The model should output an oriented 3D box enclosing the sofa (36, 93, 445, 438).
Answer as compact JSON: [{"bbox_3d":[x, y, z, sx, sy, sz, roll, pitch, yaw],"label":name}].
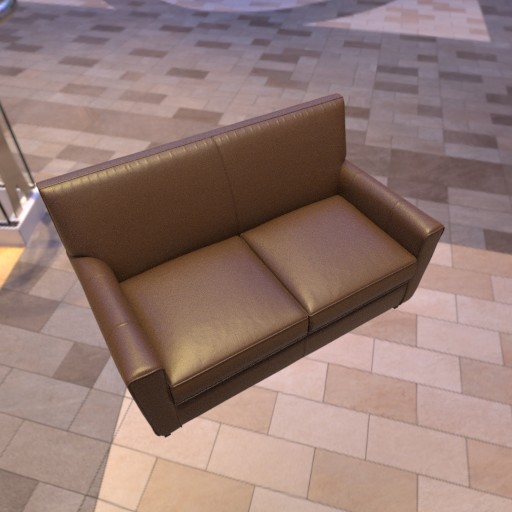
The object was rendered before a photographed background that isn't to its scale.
[{"bbox_3d":[0.000,0.000,2.012,1.468,0.859,0.853,-23,50,-22],"label":"sofa"}]
